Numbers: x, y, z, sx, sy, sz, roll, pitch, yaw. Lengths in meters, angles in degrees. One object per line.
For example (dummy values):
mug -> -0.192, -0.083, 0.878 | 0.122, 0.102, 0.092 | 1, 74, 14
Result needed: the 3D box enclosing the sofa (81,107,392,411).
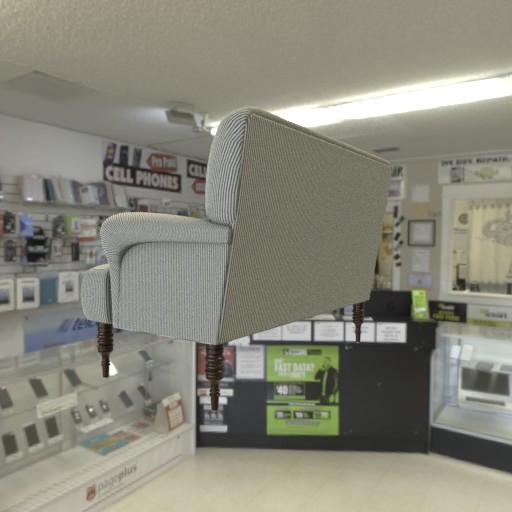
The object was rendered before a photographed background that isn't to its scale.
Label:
sofa -> 0.000, 0.000, 1.897 | 0.779, 0.889, 1.297 | 2, 3, 36
